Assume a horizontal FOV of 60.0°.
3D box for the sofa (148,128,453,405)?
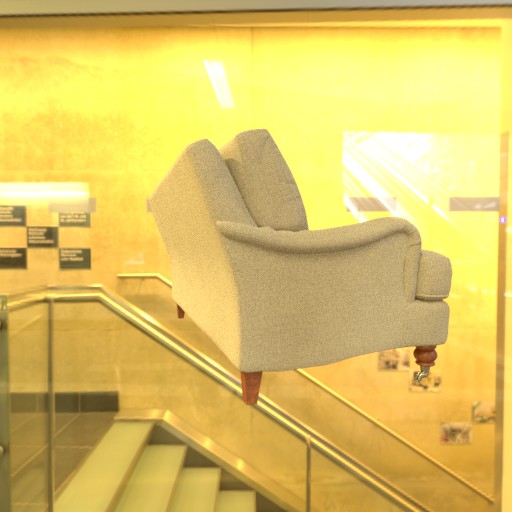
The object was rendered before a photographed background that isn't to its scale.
[{"bbox_3d":[0.000,0.000,2.571,1.091,0.997,2.070,-1,2,-17],"label":"sofa"}]
